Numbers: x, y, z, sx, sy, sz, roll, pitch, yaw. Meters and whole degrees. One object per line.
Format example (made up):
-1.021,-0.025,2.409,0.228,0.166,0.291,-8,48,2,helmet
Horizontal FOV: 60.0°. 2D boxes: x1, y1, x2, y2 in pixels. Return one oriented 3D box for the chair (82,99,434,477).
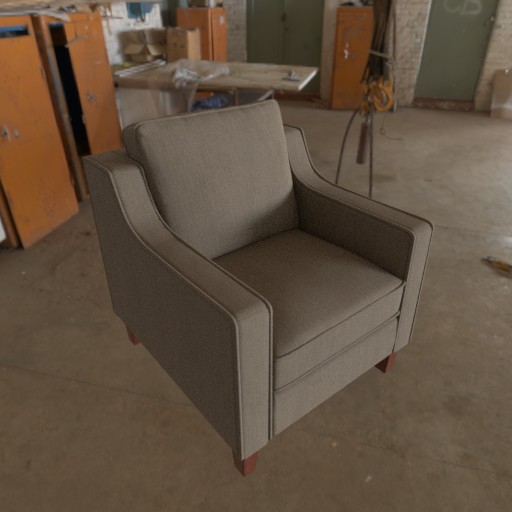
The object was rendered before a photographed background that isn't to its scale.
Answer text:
0.000,0.000,1.621,0.831,0.960,0.909,-22,37,-33,chair
